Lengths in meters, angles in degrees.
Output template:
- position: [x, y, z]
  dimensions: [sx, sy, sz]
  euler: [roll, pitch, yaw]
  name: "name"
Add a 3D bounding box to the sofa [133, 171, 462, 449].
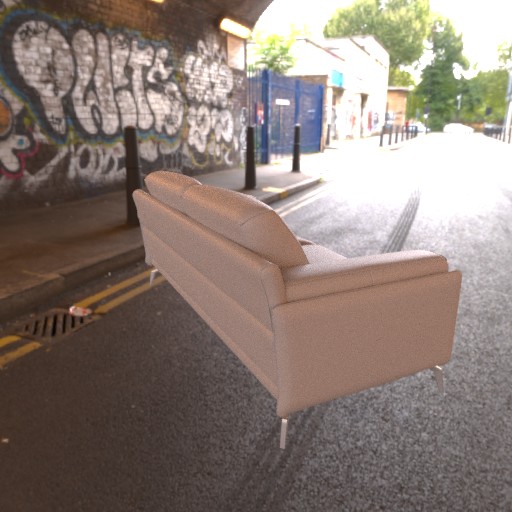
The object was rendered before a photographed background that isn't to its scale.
- position: [0.000, 0.000, 2.610]
  dimensions: [1.049, 0.930, 2.101]
  euler: [-8, 19, -26]
  name: "sofa"
